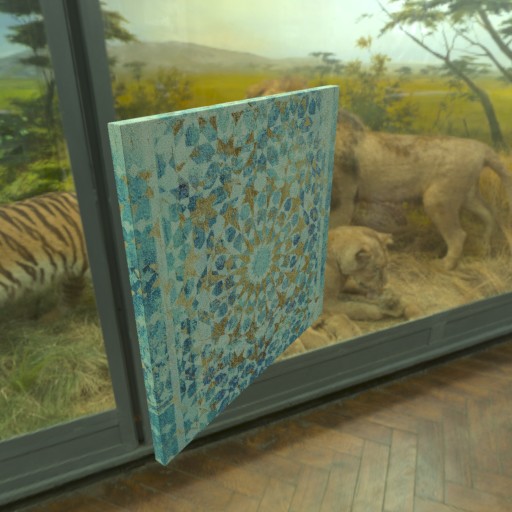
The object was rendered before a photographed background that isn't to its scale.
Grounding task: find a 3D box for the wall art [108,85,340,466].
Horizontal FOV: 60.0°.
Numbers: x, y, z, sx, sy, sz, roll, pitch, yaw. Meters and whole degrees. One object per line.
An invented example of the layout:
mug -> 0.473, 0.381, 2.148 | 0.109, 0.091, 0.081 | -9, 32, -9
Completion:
wall art -> 0.000, 0.000, 1.364 | 0.040, 0.916, 0.916 | 17, 31, 31
